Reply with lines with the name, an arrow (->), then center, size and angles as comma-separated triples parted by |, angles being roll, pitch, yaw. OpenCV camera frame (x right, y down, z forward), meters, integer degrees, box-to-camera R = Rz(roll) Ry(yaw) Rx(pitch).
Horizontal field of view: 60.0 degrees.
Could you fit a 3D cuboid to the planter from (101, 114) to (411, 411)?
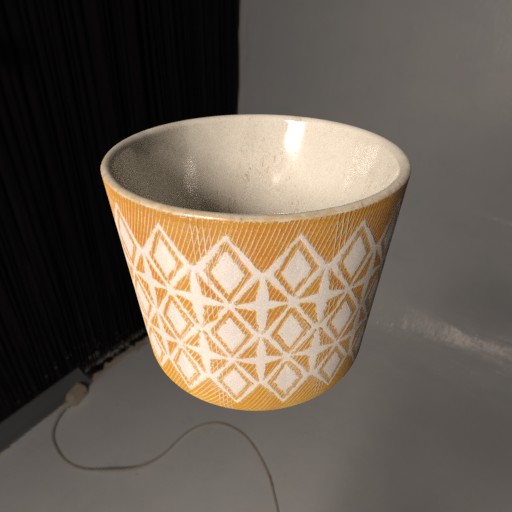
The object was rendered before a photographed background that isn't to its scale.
planter -> 0.000, 0.000, 0.215 | 0.126, 0.104, 0.126 | 0, 32, 0
